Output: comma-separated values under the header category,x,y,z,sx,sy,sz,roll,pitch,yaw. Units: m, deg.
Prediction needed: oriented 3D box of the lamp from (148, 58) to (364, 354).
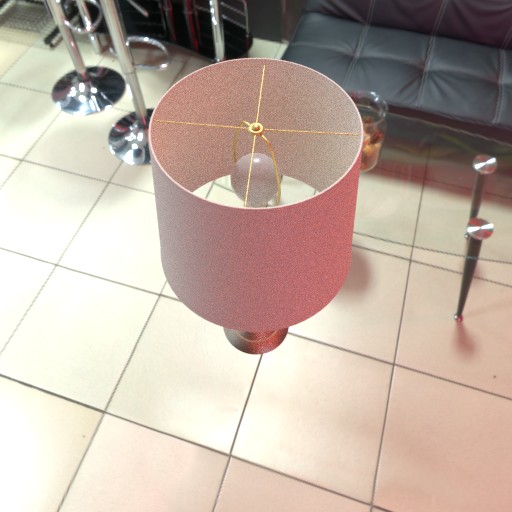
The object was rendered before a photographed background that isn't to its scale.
category,x,y,z,sx,sy,sz,roll,pitch,yaw
lamp,0.000,0.000,0.805,0.328,0.619,0.328,0,59,0
